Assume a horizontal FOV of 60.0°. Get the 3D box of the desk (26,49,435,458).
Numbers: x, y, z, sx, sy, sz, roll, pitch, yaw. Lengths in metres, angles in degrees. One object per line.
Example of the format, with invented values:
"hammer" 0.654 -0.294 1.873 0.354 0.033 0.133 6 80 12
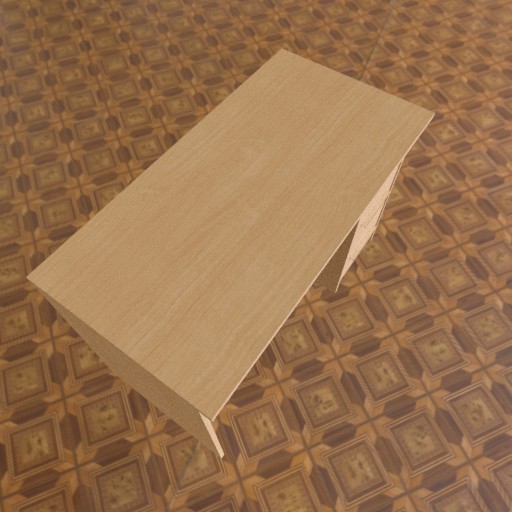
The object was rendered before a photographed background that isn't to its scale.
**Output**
"desk" 0.000 0.000 1.512 0.560 0.735 1.097 31 63 18
